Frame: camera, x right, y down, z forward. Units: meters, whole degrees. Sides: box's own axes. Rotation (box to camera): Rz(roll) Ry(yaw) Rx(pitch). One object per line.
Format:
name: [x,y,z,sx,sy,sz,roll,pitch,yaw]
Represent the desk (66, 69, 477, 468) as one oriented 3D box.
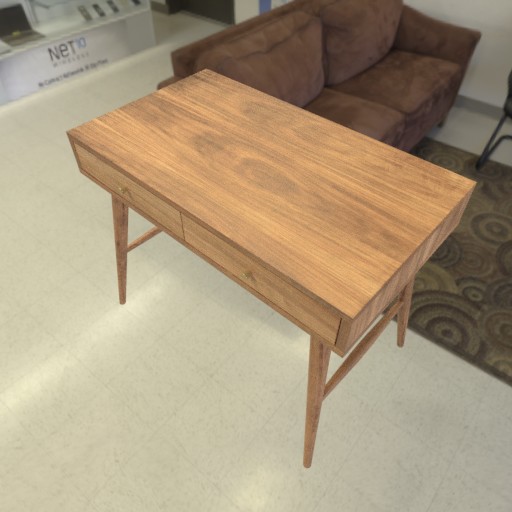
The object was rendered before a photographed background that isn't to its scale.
desk: [0.000,0.000,1.430,0.949,0.758,0.588,33,55,27]
